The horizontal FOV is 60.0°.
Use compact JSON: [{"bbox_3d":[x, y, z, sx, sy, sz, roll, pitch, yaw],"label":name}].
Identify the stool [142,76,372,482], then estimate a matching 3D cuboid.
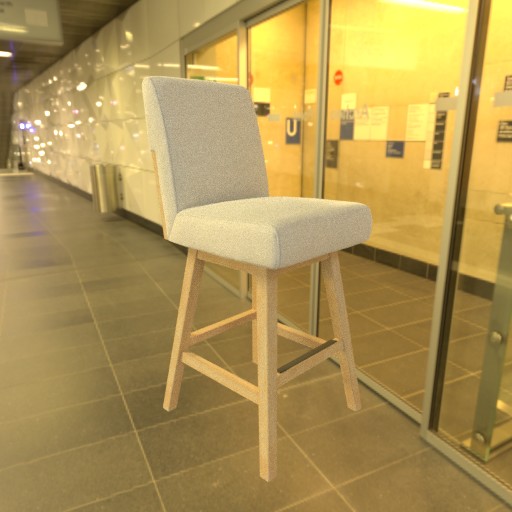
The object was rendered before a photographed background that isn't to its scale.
[{"bbox_3d":[0.000,0.000,1.317,0.543,1.015,0.446,14,21,42],"label":"stool"}]
